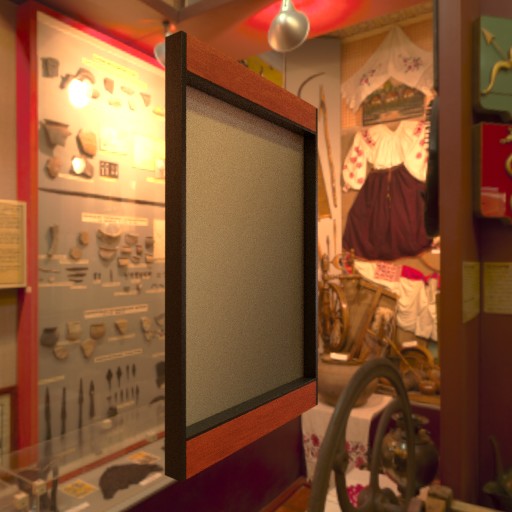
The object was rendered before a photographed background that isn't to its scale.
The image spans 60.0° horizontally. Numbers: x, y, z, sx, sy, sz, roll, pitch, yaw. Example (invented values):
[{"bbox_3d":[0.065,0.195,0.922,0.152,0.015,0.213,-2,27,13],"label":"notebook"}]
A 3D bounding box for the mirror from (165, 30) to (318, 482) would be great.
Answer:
[{"bbox_3d":[0.000,0.000,1.032,0.047,0.823,0.525,0,0,36],"label":"mirror"}]
